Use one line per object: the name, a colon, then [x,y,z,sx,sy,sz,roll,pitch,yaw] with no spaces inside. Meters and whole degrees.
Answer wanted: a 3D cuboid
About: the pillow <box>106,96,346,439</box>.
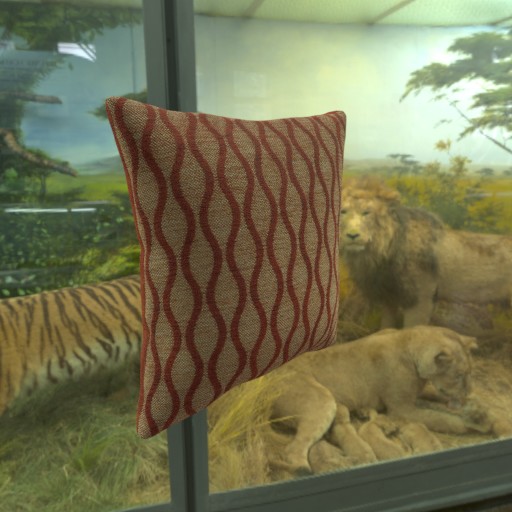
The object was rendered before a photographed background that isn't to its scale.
pillow: [0.000,0.000,0.665,0.429,0.434,0.159,-14,20,-43]
